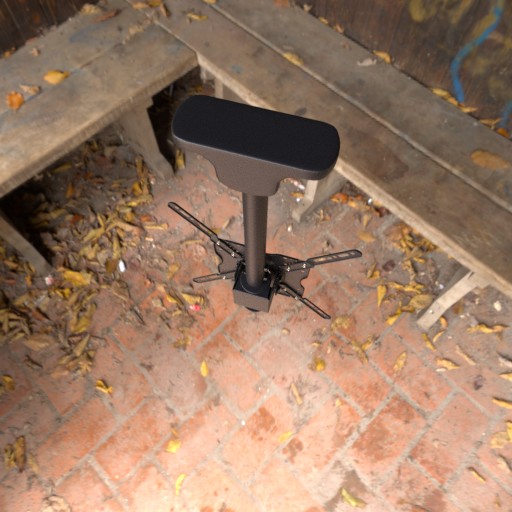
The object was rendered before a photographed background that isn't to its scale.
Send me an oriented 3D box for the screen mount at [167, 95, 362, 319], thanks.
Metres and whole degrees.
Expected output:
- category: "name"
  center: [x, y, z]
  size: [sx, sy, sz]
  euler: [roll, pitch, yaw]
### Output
- category: "screen mount"
  center: [0.000, 0.000, 0.877]
  size: [0.393, 0.729, 0.090]
  euler: [15, 65, 7]
